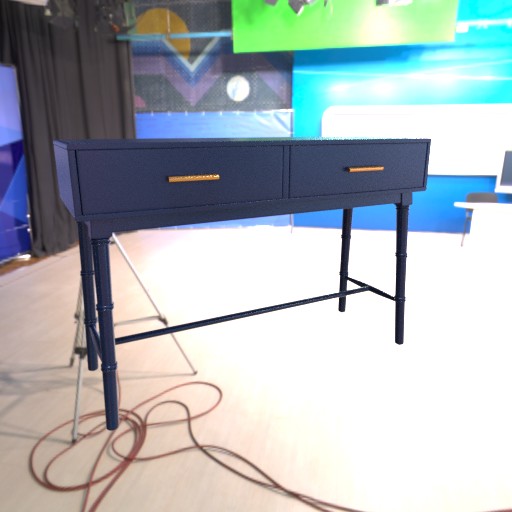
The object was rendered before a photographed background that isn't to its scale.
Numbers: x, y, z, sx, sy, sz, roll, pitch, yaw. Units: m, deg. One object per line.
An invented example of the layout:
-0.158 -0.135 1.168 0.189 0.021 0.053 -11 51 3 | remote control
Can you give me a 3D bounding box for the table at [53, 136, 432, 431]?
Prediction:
0.000 0.000 1.465 1.118 0.749 0.399 -8 18 -27 | table
